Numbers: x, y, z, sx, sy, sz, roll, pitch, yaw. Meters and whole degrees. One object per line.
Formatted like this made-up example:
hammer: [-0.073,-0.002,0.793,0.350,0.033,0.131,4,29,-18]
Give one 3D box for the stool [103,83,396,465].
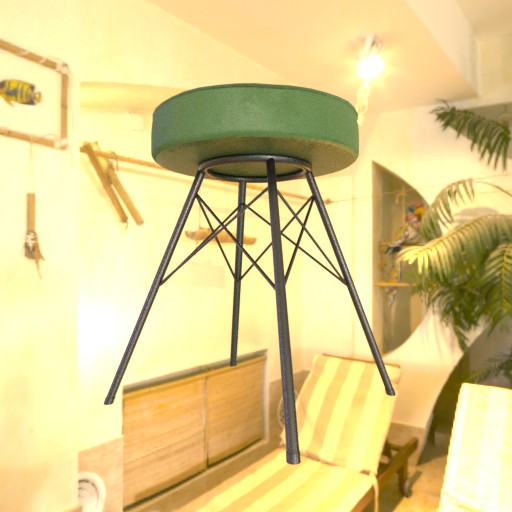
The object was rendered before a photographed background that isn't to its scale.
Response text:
stool: [0.000,0.000,0.932,0.457,0.595,0.430,0,-1,36]
